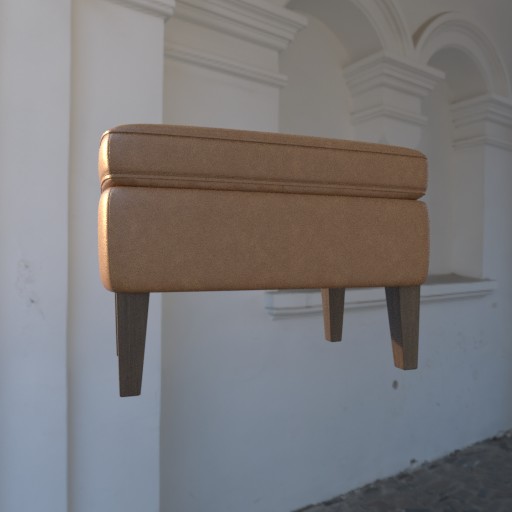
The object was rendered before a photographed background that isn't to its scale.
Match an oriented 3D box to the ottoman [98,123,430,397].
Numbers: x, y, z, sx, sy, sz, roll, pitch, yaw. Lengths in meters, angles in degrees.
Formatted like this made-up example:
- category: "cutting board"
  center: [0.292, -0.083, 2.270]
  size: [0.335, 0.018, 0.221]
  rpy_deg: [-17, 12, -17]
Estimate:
- category: "ottoman"
  center: [0.000, 0.000, 1.000]
  size: [0.670, 0.480, 0.420]
  rpy_deg: [0, 0, -18]
